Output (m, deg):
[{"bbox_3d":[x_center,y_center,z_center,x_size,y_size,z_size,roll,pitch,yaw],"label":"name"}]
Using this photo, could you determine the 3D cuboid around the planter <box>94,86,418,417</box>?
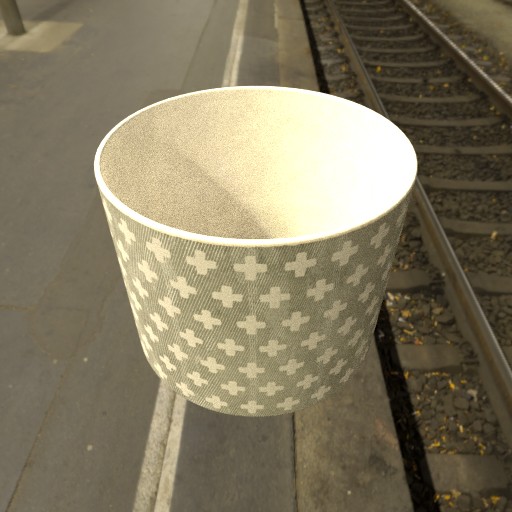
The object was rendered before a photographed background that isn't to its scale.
[{"bbox_3d":[0.000,0.000,0.433,0.250,0.239,0.250,0,41,0],"label":"planter"}]
